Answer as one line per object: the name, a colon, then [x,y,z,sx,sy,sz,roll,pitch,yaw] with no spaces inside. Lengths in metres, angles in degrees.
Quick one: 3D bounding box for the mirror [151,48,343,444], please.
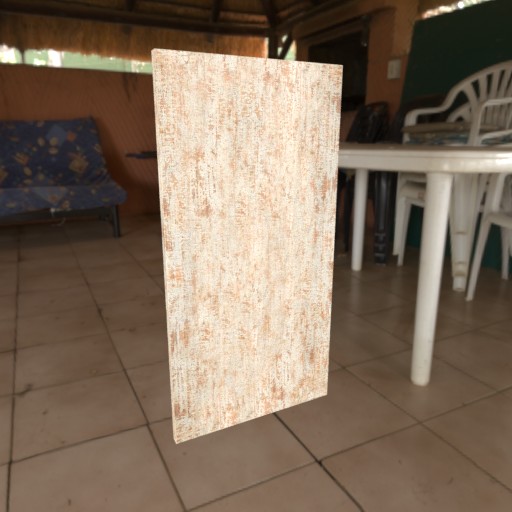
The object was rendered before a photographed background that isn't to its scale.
mirror: [0.000,0.000,1.121,0.472,0.922,0.027,-8,17,-27]
